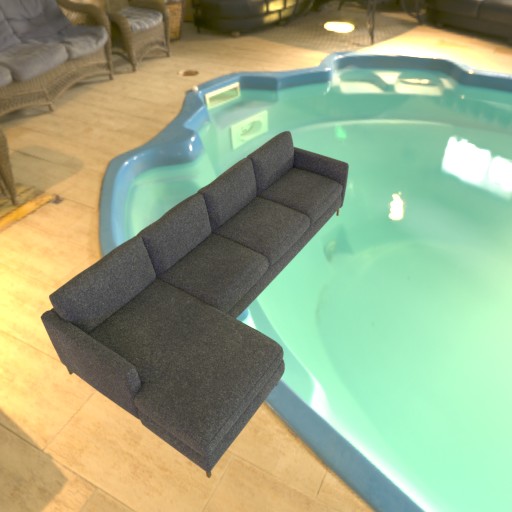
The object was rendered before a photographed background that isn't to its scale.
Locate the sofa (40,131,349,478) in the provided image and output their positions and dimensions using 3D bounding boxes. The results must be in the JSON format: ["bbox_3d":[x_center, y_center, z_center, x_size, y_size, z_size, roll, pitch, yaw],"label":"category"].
[{"bbox_3d":[0.000,0.000,3.513,1.350,0.810,2.932,24,46,25],"label":"sofa"}]
